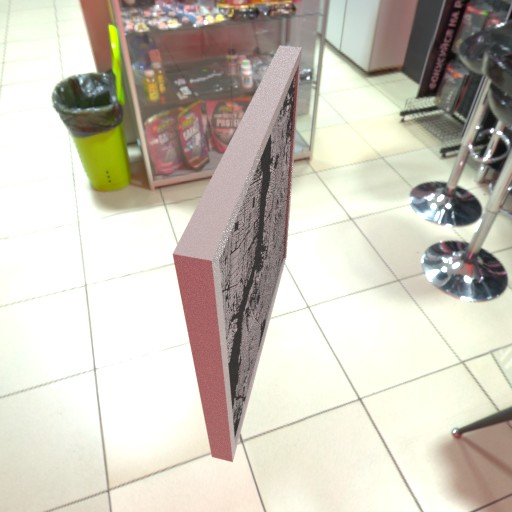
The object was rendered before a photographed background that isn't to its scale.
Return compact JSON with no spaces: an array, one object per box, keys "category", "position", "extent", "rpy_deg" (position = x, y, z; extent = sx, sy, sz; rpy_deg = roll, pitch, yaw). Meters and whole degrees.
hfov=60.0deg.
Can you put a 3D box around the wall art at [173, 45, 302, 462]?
[{"category":"wall art","position":[0.000,0.000,0.757],"extent":[0.038,0.506,0.506],"rpy_deg":[10,47,9]}]
